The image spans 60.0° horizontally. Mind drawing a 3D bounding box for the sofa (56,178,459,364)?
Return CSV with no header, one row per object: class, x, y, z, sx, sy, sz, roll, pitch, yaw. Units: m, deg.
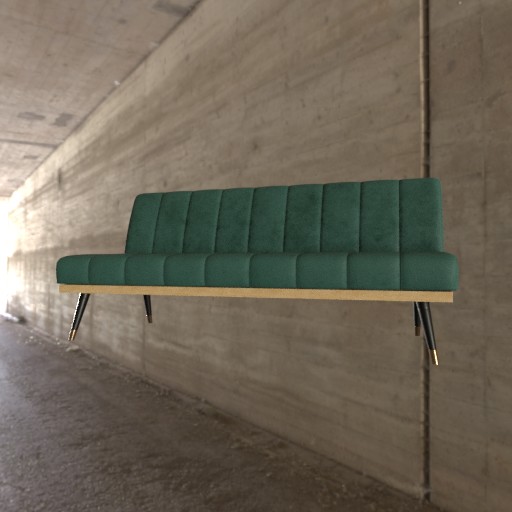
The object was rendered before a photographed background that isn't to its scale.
sofa,0.000,0.000,2.261,1.810,0.820,0.830,0,-1,18
